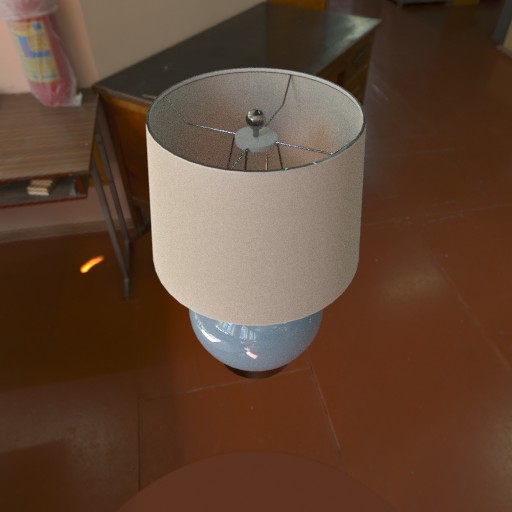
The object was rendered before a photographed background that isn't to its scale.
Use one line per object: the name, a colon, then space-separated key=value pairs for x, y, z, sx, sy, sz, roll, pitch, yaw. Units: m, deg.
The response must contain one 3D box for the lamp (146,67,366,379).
lamp: x=0.000 y=0.000 z=0.554 sx=0.247 sy=0.387 sz=0.247 roll=0 pitch=45 yaw=0
